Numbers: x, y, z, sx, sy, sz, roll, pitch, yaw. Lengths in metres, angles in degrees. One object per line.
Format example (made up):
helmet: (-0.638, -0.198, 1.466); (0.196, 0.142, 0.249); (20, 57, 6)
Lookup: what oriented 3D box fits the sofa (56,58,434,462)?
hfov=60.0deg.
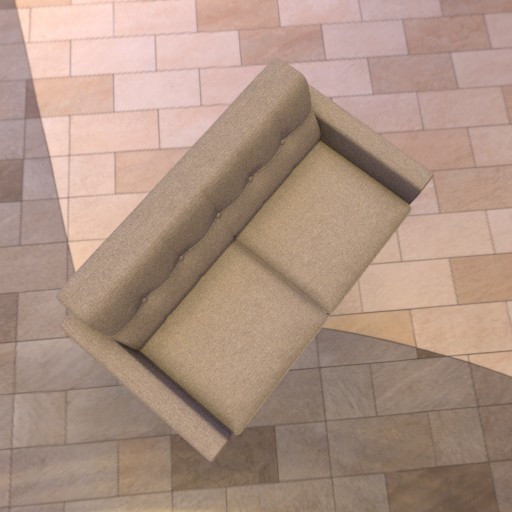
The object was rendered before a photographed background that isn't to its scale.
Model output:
sofa: (0.000, 0.000, 2.139); (0.909, 0.841, 1.631); (38, 79, 8)
